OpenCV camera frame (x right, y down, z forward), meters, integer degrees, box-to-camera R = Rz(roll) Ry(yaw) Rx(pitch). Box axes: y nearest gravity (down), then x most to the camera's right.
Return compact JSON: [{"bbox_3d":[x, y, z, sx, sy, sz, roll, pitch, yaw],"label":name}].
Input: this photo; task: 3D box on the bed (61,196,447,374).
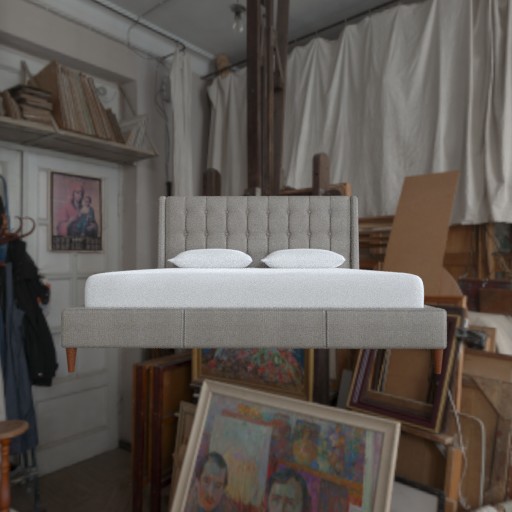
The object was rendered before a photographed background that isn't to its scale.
[{"bbox_3d":[0.000,0.000,3.522,2.062,1.289,2.342,0,-1,1],"label":"bed"}]
